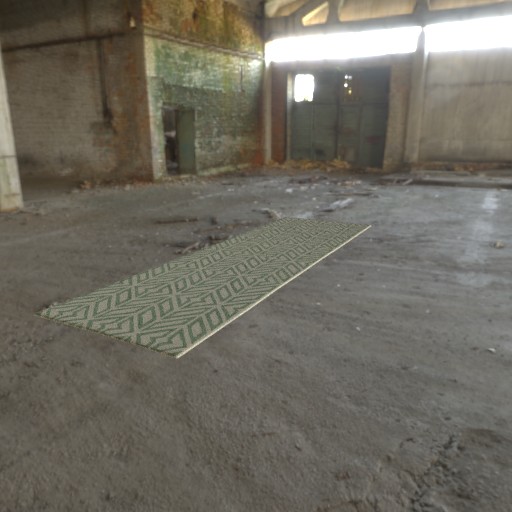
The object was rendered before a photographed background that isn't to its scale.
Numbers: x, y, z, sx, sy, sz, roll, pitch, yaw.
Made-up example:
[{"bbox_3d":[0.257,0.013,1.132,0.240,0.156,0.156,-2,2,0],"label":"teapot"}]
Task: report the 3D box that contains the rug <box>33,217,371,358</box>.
[{"bbox_3d":[0.000,0.000,2.673,0.750,0.009,2.435,9,18,28],"label":"rug"}]
